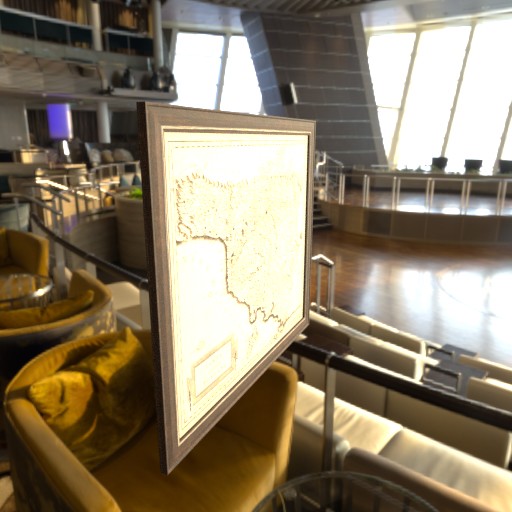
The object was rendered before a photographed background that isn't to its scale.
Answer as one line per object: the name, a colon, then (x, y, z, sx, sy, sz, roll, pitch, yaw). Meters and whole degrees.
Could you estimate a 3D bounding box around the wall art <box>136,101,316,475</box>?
wall art: (0.000, 0.000, 1.437, 0.023, 0.875, 1.033, 7, 16, 25)
